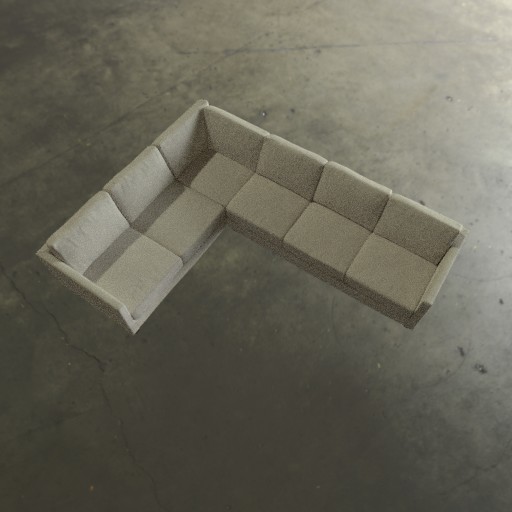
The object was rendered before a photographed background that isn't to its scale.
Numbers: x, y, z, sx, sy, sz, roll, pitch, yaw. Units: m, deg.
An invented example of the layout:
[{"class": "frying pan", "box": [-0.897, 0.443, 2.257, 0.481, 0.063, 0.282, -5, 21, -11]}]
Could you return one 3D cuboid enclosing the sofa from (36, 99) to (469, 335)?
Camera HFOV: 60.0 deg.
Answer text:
[{"class": "sofa", "box": [0.000, 0.000, 4.256, 3.182, 0.863, 2.432, 30, 64, 16]}]
